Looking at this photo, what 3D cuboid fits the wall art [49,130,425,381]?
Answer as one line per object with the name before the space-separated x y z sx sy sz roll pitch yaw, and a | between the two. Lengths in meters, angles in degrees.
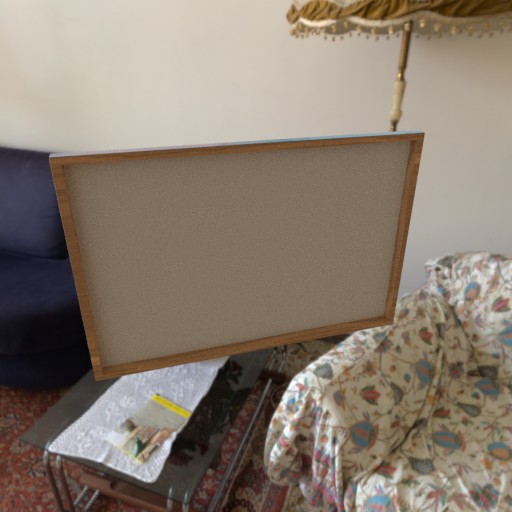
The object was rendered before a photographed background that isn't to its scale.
wall art | 0.000 0.000 1.189 0.911 0.605 0.037 -8 28 -15
